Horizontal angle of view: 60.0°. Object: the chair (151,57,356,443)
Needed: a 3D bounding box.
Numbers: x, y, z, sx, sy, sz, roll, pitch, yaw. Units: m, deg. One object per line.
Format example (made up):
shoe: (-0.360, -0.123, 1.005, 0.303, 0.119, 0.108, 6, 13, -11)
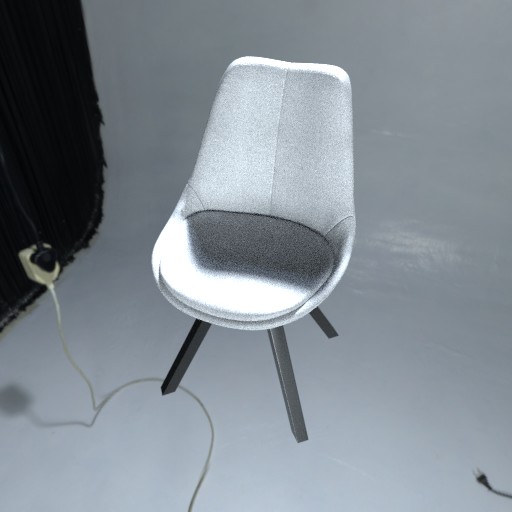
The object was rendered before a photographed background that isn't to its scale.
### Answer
chair: (0.000, 0.000, 1.174, 0.485, 0.850, 0.550, 13, 42, 15)
